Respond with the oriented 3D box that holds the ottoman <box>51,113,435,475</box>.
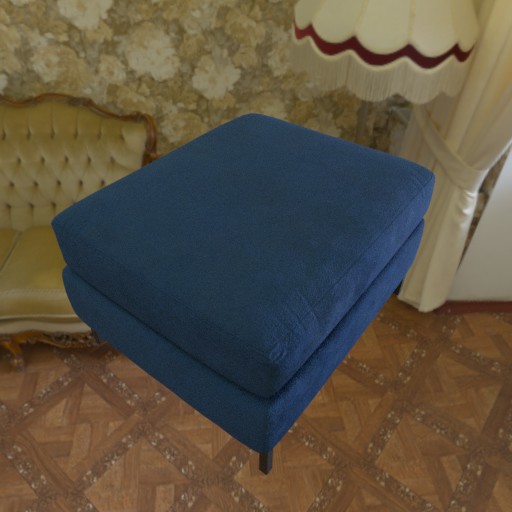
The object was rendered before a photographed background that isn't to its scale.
[{"bbox_3d":[0.000,0.000,1.197,0.655,0.485,0.794,27,48,27],"label":"ottoman"}]
